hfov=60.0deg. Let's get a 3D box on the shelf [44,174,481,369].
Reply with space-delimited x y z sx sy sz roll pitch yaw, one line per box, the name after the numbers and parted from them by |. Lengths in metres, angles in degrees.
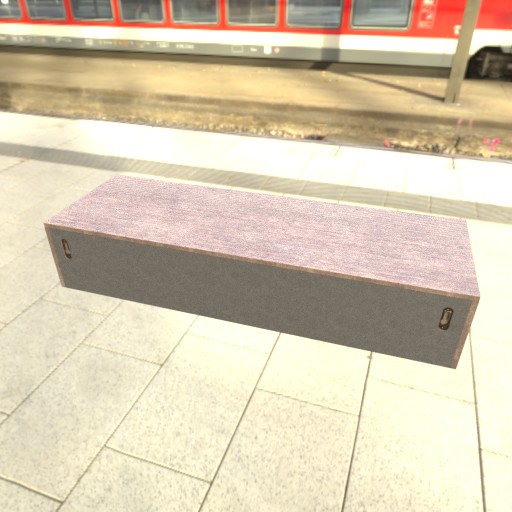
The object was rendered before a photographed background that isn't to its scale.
0.000 0.000 0.705 0.610 0.125 0.200 10 34 15 | shelf
